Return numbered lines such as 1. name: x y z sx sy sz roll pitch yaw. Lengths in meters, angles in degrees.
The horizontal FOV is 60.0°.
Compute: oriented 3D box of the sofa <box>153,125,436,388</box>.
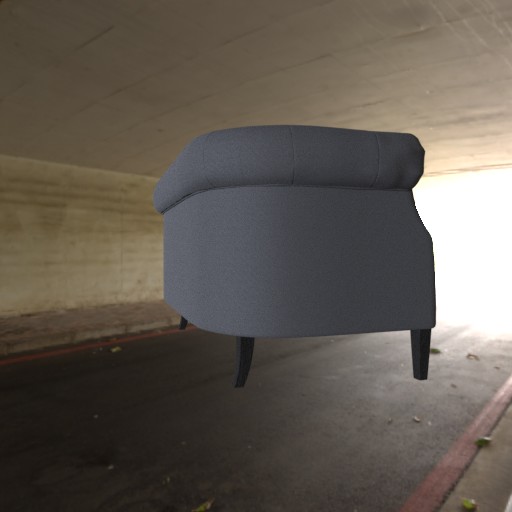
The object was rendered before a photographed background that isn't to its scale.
1. sofa: 0.000 0.000 2.025 0.835 0.827 1.558 0 1 -19
